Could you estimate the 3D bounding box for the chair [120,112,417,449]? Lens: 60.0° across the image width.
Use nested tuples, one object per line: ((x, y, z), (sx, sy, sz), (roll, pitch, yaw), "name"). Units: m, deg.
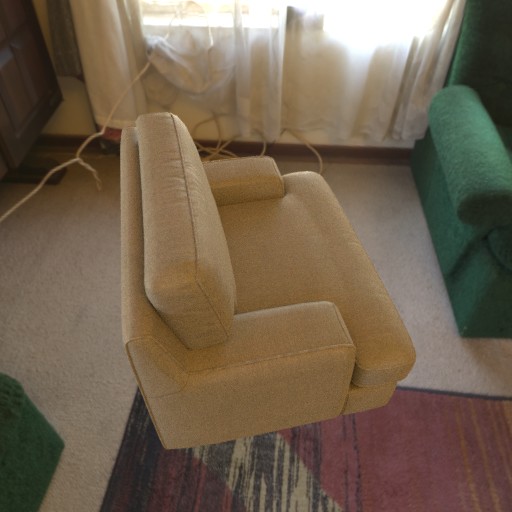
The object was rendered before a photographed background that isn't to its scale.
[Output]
((0.000, 0.000, 1.967), (1.043, 0.974, 1.270), (-9, 47, -8), "chair")
